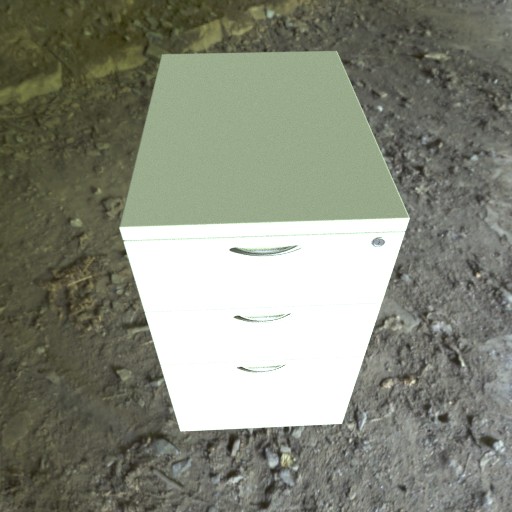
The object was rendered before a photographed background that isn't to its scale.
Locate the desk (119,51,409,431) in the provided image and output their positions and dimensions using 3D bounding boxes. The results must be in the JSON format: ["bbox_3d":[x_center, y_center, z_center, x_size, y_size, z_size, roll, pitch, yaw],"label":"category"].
[{"bbox_3d":[0.000,0.000,1.076,0.404,0.730,0.600,-2,46,-2],"label":"desk"}]
